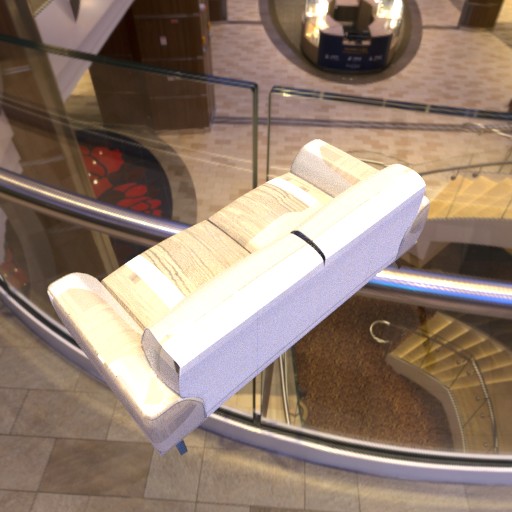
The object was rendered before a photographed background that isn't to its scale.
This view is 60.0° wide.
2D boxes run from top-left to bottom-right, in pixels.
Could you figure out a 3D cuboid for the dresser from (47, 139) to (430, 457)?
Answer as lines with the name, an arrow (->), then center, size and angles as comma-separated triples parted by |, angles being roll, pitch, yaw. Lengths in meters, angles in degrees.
dresser -> 0.000, 0.000, 5.827 | 4.679, 1.863, 2.251 | -34, 55, -28
